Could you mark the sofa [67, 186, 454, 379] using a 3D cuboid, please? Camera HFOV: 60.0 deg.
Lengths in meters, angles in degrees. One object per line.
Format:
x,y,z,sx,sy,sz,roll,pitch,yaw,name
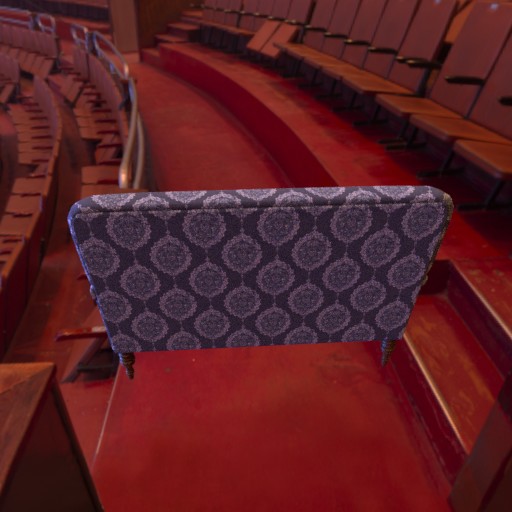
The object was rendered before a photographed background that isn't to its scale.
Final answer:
0.000,0.000,1.866,1.297,0.867,0.779,-2,32,-3,sofa
